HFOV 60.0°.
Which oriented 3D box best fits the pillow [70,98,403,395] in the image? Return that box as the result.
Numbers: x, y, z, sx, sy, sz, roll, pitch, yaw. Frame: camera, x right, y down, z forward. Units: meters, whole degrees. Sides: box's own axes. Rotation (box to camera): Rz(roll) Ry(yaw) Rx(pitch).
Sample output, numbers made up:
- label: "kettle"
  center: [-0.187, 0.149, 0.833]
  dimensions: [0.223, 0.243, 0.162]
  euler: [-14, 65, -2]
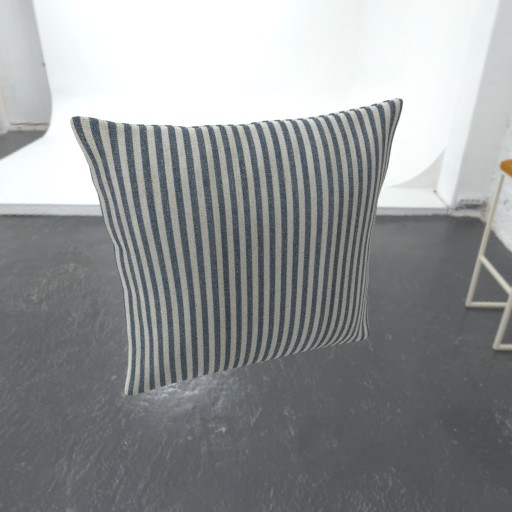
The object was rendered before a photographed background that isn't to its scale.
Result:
- label: "pillow"
  center: [0.000, 0.000, 0.783]
  dimensions: [0.523, 0.510, 0.166]
  euler: [-9, 29, -16]
